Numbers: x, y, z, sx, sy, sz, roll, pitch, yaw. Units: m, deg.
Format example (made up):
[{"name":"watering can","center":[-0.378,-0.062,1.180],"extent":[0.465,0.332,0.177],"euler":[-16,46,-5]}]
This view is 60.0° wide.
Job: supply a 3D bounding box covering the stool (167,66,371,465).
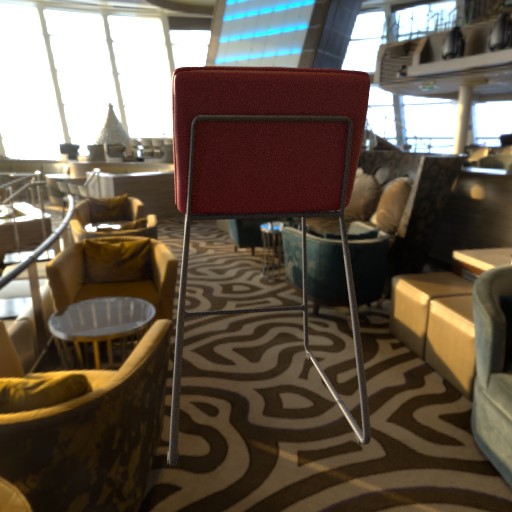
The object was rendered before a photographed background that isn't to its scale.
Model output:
[{"name":"stool","center":[0.000,0.000,1.177],"extent":[0.489,0.866,0.524],"euler":[-2,15,-9]}]
